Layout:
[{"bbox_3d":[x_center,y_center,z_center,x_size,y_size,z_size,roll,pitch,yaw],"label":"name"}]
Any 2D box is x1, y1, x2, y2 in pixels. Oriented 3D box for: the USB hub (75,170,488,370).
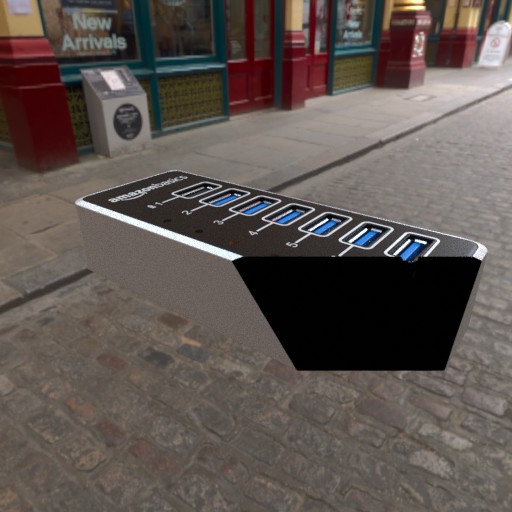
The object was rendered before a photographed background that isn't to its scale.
[{"bbox_3d":[0.000,0.000,0.126,0.110,0.023,0.044,19,32,33],"label":"USB hub"}]
